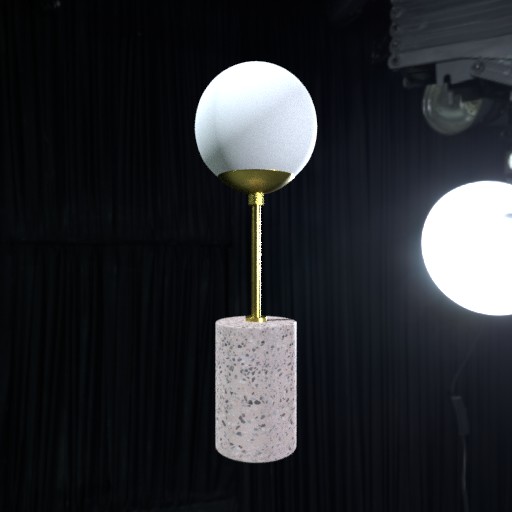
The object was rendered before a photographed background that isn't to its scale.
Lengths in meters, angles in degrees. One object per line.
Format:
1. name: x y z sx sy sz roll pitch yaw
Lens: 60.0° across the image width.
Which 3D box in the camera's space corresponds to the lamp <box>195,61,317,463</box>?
1. lamp: 0.000 0.000 0.563 0.153 0.480 0.153 0 0 0
